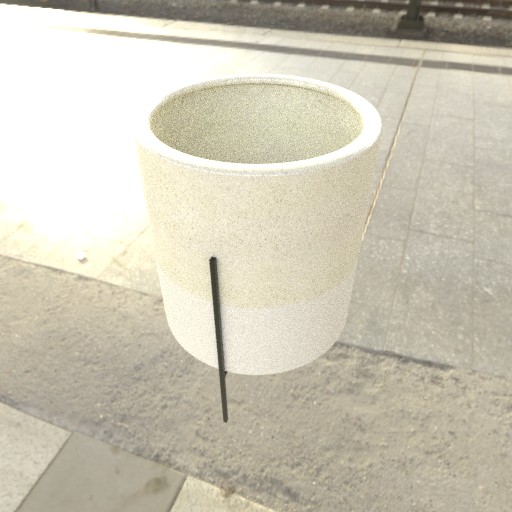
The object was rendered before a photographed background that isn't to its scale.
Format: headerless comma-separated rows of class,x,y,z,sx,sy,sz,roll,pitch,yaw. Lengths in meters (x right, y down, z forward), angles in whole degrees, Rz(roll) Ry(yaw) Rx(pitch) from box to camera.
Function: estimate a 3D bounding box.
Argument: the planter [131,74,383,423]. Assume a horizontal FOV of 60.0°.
planter,0.000,0.000,0.730,0.324,0.483,0.333,12,41,14
